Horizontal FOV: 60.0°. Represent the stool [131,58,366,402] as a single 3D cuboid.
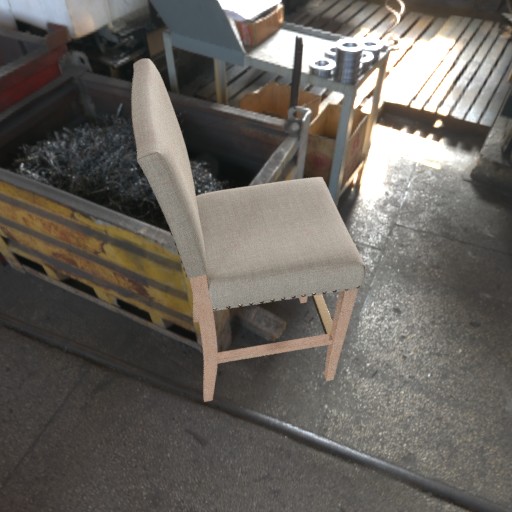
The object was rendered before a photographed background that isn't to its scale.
[{"bbox_3d":[0.000,0.000,1.475,0.585,1.173,0.445,-9,49,-8],"label":"stool"}]
